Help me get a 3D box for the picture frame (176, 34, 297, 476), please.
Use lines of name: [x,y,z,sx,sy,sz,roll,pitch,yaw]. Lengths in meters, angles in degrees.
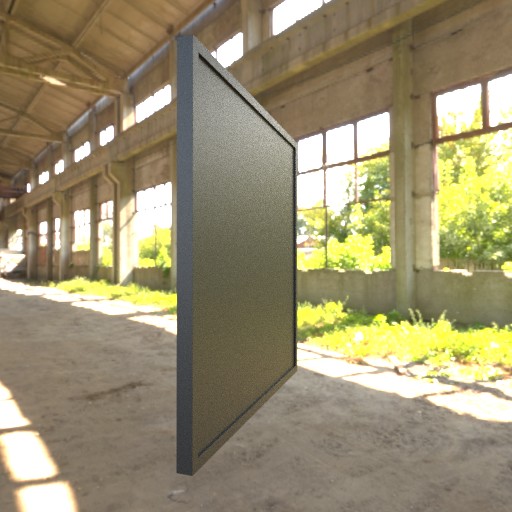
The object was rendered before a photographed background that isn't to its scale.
picture frame: [0.000,0.000,1.148,0.032,0.775,0.775,0,0,19]
